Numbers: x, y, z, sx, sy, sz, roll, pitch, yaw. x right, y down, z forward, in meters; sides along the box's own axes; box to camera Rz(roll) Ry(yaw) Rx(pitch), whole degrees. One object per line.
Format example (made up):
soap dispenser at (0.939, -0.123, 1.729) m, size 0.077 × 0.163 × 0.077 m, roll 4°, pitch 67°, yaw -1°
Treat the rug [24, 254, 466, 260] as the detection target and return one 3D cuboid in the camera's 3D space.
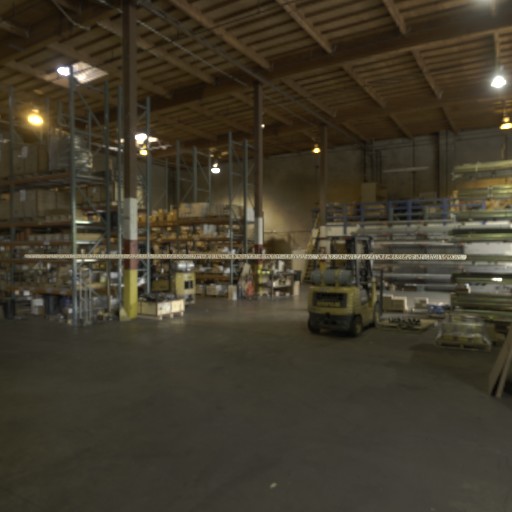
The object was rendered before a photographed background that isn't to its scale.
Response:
rug at (0.000, 0.000, 3.375) m, size 2.700 × 0.024 × 1.801 m, roll 0°, pitch 0°, yaw 18°
